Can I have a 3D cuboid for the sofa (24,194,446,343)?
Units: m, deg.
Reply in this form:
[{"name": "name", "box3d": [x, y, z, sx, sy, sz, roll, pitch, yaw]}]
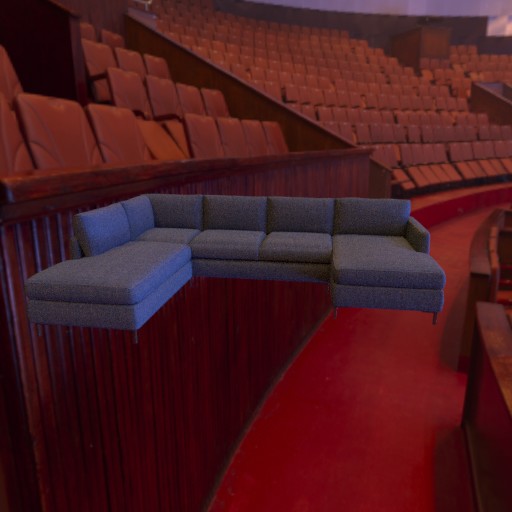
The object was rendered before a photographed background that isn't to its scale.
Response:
[{"name": "sofa", "box3d": [0.000, 0.000, 3.501, 2.737, 0.753, 1.879, 2, 15, 9]}]
